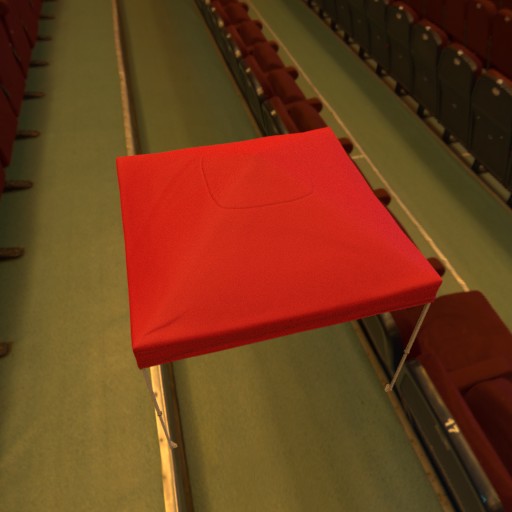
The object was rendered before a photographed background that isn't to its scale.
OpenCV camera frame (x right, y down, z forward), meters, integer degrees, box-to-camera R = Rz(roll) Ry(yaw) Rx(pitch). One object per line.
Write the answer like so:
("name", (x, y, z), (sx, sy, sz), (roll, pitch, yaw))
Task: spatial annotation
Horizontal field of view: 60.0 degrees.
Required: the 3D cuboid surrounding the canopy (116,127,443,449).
("canopy", (0.000, 0.000, 5.560), (2.998, 2.997, 2.996), (-11, 47, -10))
